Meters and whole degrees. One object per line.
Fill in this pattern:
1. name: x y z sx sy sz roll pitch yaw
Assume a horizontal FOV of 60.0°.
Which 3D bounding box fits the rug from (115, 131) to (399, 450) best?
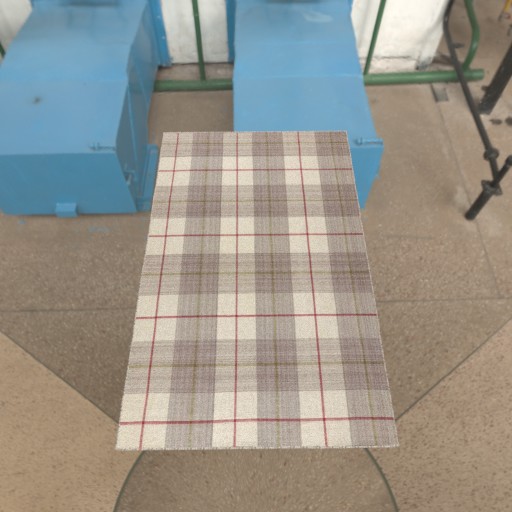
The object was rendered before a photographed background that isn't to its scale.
1. rug: 0.000 0.000 3.044 1.549 0.010 2.464 -1 57 0
